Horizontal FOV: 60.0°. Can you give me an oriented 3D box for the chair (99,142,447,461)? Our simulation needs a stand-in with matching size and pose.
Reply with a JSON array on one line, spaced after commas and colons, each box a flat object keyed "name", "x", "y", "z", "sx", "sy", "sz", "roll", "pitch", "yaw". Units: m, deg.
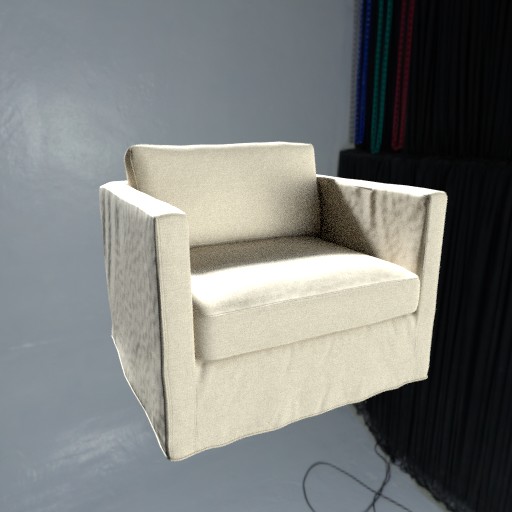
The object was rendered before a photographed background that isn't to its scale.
[{"name": "chair", "x": 0.000, "y": 0.000, "z": 1.755, "sx": 1.057, "sy": 0.867, "sz": 0.949, "roll": -8, "pitch": 17, "yaw": -26}]
